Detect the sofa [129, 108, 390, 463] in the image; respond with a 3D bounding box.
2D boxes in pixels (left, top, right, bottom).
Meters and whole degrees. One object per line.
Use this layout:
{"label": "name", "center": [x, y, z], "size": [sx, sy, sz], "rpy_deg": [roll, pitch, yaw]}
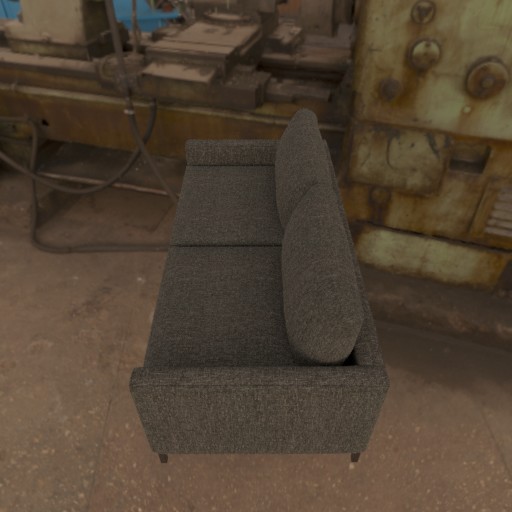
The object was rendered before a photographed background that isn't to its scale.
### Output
{"label": "sofa", "center": [0.000, 0.000, 2.172], "size": [0.866, 0.862, 1.716], "rpy_deg": [0, 42, 0]}
